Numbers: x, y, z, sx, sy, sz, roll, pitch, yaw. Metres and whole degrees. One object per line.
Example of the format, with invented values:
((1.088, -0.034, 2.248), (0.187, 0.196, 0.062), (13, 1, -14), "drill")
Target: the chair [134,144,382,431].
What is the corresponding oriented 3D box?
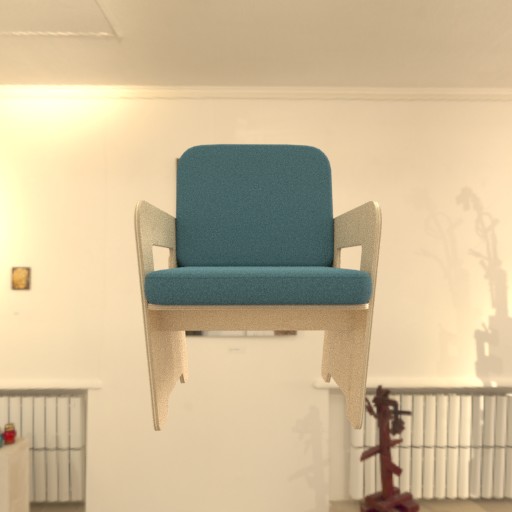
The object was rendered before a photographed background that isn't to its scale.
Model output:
((0.000, 0.000, 1.193), (0.547, 0.747, 0.657), (0, 0, -1), "chair")
